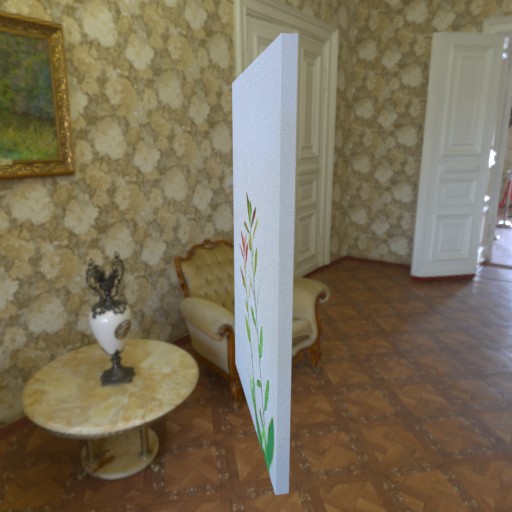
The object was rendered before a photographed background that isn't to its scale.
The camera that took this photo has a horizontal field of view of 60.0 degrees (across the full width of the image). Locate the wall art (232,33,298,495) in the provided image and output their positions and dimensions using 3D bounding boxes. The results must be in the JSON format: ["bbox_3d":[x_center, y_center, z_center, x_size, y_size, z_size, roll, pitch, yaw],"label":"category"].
[{"bbox_3d":[0.000,0.000,1.427,0.038,1.143,0.764,-3,14,-10],"label":"wall art"}]
